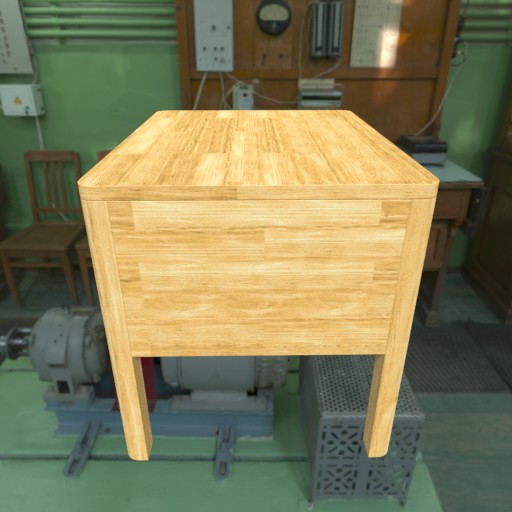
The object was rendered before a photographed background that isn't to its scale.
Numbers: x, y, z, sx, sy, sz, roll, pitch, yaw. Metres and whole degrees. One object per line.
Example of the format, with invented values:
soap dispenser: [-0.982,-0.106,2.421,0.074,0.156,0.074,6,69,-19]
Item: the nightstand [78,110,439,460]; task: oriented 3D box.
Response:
nightstand: [0.000,0.000,0.878,0.440,0.470,0.560,0,27,-1]
